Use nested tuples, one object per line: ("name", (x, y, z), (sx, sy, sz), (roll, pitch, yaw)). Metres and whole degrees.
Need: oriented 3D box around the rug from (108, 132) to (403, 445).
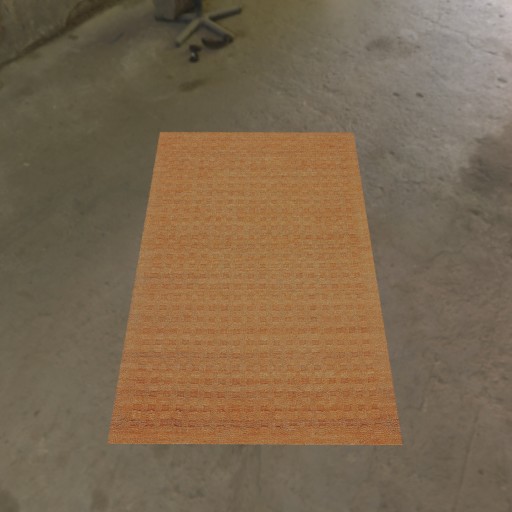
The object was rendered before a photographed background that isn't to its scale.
("rug", (0.000, 0.000, 2.892), (1.524, 0.006, 2.285), (0, 58, 0))
